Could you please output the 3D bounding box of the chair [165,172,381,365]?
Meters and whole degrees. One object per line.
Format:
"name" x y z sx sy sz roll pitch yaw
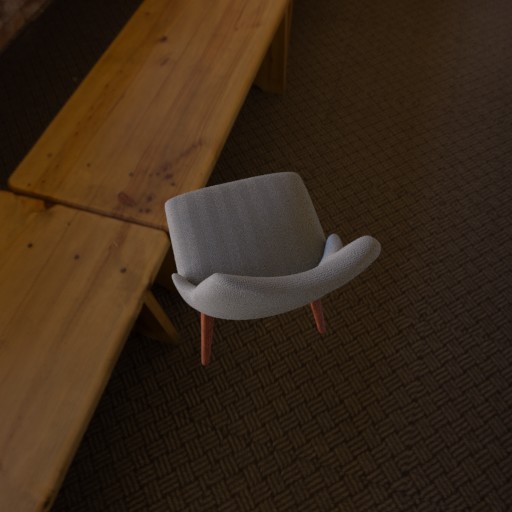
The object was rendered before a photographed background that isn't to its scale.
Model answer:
"chair" 0.000 0.000 1.353 0.535 0.918 0.707 -13 61 -7
